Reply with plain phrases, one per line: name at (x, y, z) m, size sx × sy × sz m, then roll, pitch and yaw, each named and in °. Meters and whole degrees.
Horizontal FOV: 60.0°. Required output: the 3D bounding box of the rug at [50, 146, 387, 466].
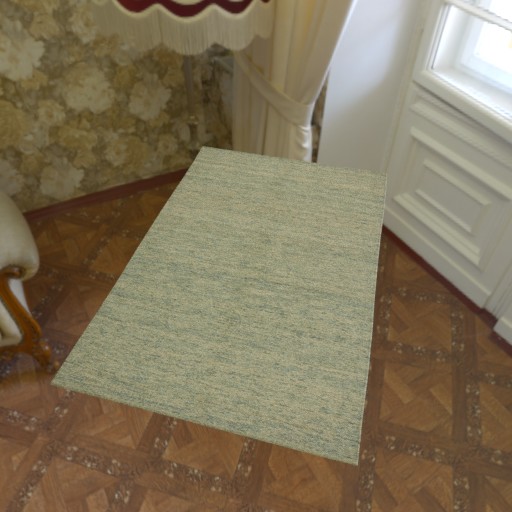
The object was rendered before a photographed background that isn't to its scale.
rug at (0.000, 0.000, 2.869) m, size 1.547 × 0.013 × 2.283 m, roll 11°, pitch 47°, yaw 10°
